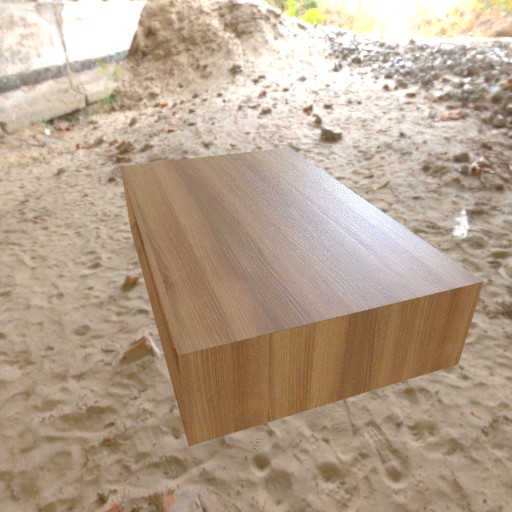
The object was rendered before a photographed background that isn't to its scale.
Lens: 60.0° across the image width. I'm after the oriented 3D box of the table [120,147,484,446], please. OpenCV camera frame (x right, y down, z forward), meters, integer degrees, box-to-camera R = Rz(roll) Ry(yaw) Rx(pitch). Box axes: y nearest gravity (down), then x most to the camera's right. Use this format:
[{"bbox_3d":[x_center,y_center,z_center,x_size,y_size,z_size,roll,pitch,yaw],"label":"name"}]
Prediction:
[{"bbox_3d":[0.000,0.000,1.431,0.700,0.330,1.100,-10,32,-17],"label":"table"}]
